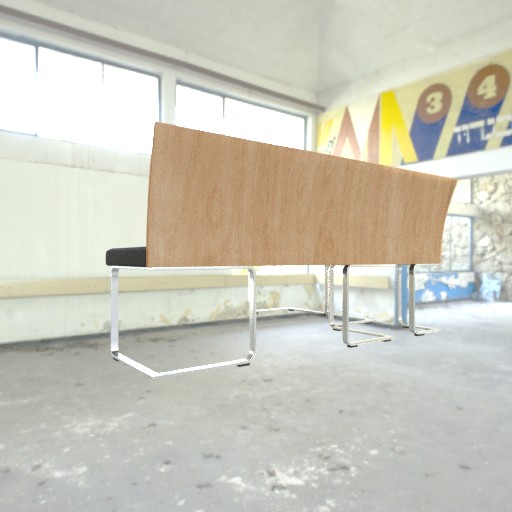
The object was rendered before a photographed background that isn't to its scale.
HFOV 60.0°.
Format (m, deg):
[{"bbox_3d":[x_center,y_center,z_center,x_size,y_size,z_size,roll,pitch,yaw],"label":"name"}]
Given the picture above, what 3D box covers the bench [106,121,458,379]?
[{"bbox_3d":[0.000,0.000,2.720,1.945,0.930,1.495,0,0,-36],"label":"bench"}]
